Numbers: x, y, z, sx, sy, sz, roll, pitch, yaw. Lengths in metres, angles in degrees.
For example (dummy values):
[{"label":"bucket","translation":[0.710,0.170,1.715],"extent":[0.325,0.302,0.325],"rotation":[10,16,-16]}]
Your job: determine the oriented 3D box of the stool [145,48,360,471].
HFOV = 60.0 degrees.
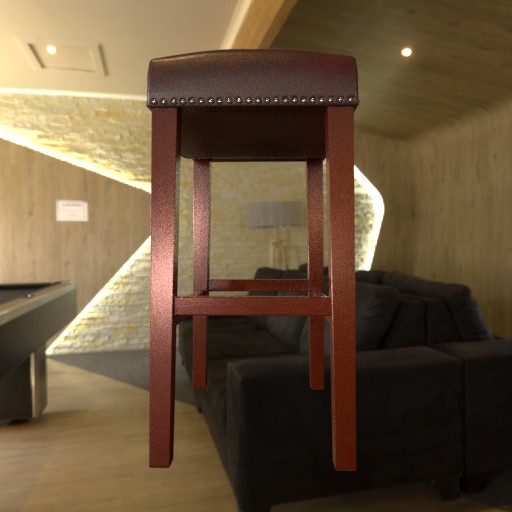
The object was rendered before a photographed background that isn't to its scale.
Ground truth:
[{"label":"stool","translation":[0.000,0.000,1.008],"extent":[0.372,0.742,0.504],"rotation":[0,1,2]}]
